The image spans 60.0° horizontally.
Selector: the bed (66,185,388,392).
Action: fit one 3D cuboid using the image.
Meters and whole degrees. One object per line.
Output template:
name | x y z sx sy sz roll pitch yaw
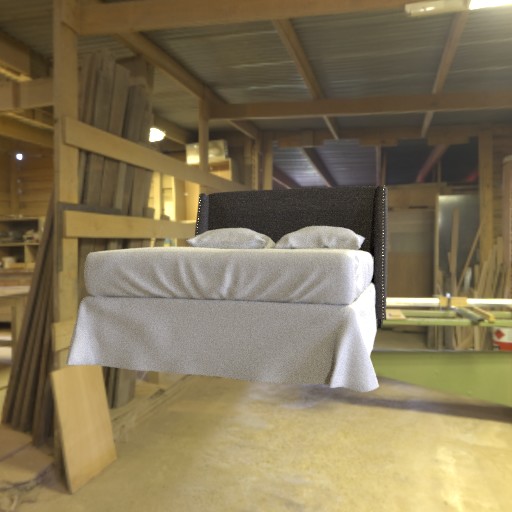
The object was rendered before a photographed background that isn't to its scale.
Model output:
bed | 0.000 0.000 3.451 1.925 1.332 2.276 0 1 18
